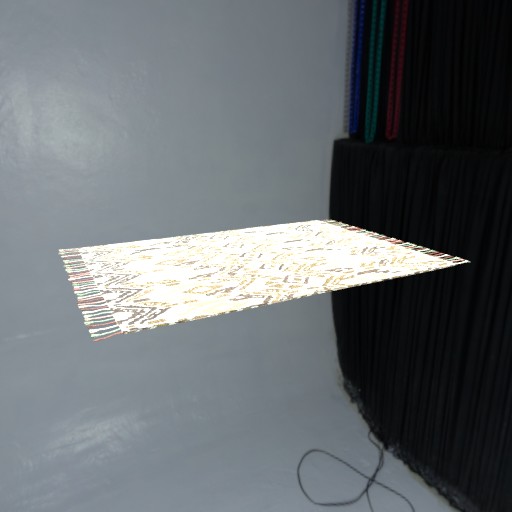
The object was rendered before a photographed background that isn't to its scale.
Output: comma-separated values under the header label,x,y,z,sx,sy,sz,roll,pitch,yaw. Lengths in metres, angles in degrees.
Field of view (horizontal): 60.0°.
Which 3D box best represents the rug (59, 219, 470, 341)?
label,x,y,z,sx,sy,sz,roll,pitch,yaw
rug,0.000,0.000,2.330,1.829,0.008,1.219,-9,19,-27
